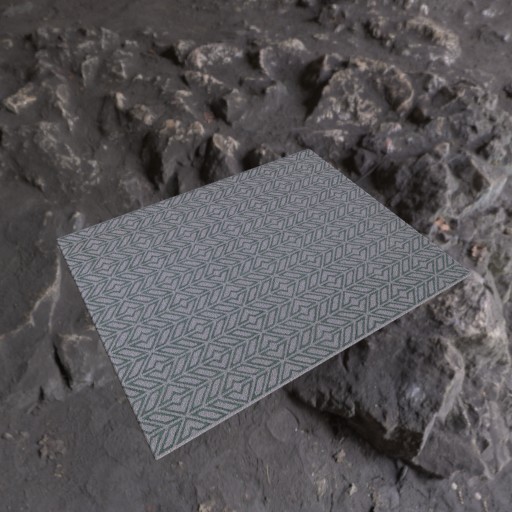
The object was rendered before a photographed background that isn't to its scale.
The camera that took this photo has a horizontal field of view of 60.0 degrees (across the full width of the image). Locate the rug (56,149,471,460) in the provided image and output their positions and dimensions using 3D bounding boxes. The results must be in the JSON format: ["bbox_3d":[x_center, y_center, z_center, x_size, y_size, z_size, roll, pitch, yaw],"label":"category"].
[{"bbox_3d":[0.000,0.000,4.132,3.050,0.017,2.441,-24,50,-22],"label":"rug"}]
